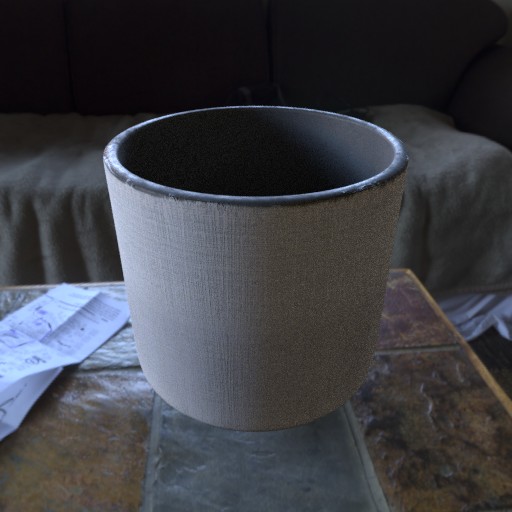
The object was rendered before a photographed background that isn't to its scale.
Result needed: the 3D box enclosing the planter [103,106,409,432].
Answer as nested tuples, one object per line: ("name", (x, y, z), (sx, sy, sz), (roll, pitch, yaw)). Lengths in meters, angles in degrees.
("planter", (0.000, 0.000, 0.378), (0.221, 0.201, 0.221), (0, 32, 0))
